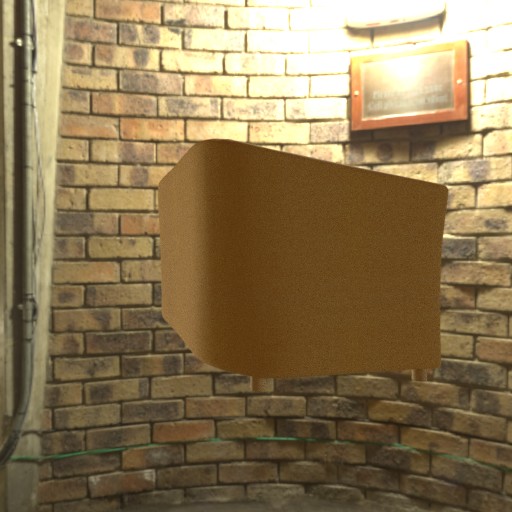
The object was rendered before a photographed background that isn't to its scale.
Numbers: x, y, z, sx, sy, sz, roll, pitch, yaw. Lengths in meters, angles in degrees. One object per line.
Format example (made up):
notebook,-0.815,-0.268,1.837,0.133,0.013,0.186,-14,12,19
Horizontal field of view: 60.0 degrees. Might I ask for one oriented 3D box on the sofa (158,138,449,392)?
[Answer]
sofa,0.000,0.000,1.861,0.705,0.721,1.452,-1,2,-19
